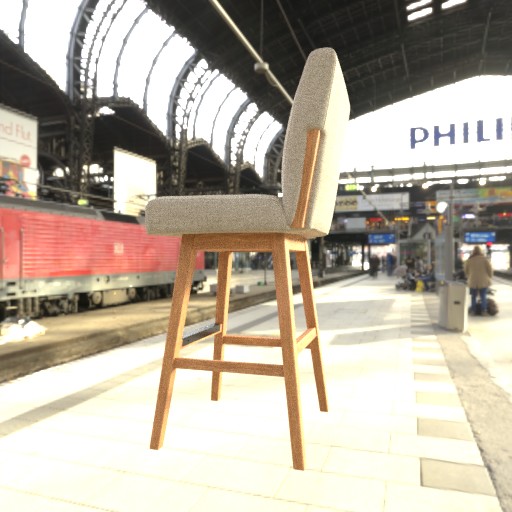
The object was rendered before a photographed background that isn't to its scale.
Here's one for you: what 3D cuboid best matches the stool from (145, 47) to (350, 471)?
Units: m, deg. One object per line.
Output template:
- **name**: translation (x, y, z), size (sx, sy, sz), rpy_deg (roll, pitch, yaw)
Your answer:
- **stool**: translation (0.000, 0.000, 1.427), size (0.569, 1.106, 0.483), rpy_deg (0, 0, 17)
